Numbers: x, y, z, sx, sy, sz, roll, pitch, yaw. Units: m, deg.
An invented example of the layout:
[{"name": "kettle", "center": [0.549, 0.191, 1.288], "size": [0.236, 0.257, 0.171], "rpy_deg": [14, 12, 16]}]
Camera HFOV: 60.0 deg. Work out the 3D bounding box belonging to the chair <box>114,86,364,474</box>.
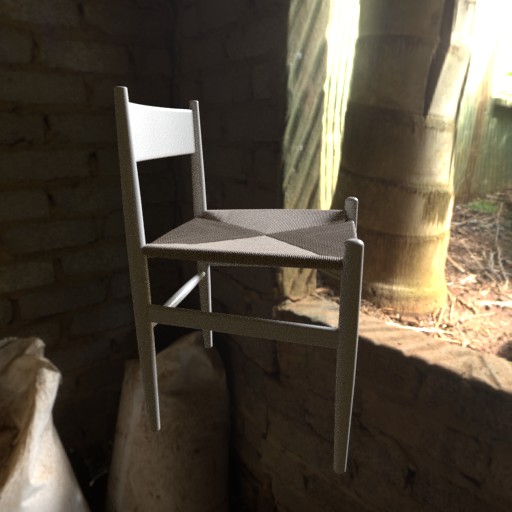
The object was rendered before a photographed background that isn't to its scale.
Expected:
[{"name": "chair", "center": [0.000, 0.000, 1.104], "size": [0.495, 0.762, 0.556], "rpy_deg": [3, 16, 11]}]
